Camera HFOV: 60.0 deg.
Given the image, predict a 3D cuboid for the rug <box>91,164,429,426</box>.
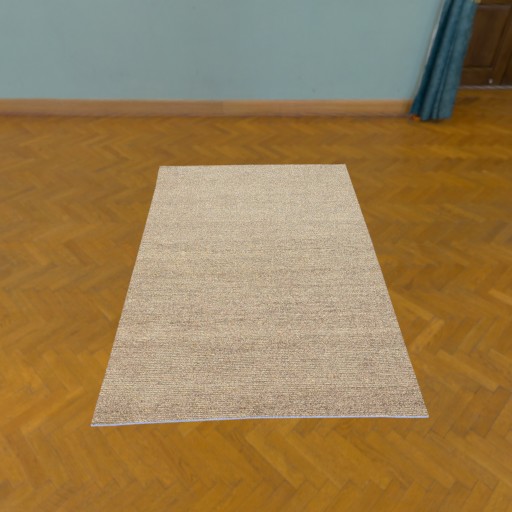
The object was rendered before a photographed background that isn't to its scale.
[{"bbox_3d":[0.000,0.000,2.961,1.609,0.030,2.342,-1,42,-1],"label":"rug"}]
